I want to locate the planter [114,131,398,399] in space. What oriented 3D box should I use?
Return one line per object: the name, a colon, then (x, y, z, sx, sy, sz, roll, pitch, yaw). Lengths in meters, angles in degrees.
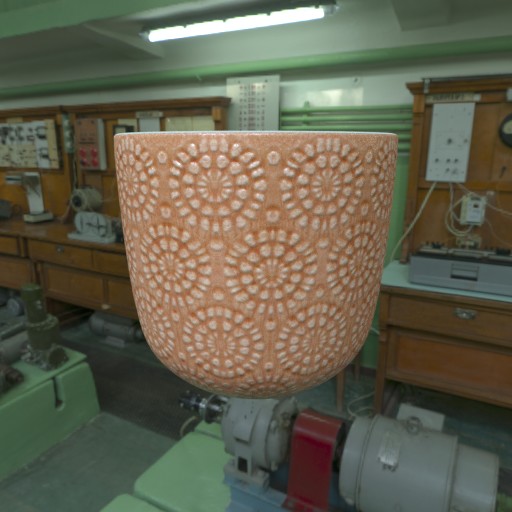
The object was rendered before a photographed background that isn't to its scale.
planter: (0.000, 0.000, 0.361, 0.208, 0.190, 0.208, 0, 14, 0)
